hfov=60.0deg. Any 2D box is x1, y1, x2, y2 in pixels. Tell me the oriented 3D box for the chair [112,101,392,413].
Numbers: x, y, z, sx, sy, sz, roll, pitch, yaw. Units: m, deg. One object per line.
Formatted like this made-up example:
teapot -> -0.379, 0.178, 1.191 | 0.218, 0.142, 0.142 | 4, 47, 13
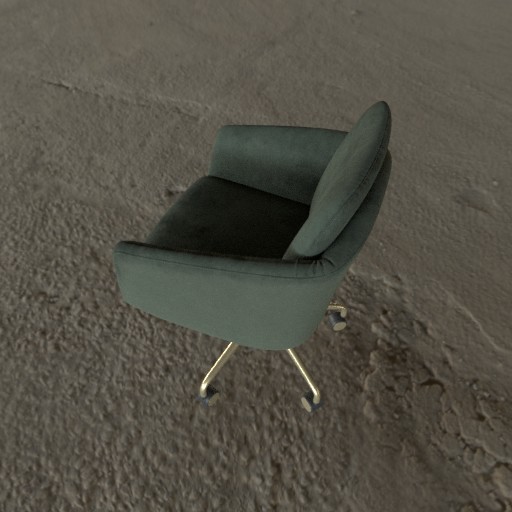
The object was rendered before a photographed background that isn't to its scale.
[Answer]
chair -> 0.000, 0.000, 1.332 | 0.635, 0.908, 0.641 | 16, 48, 15
